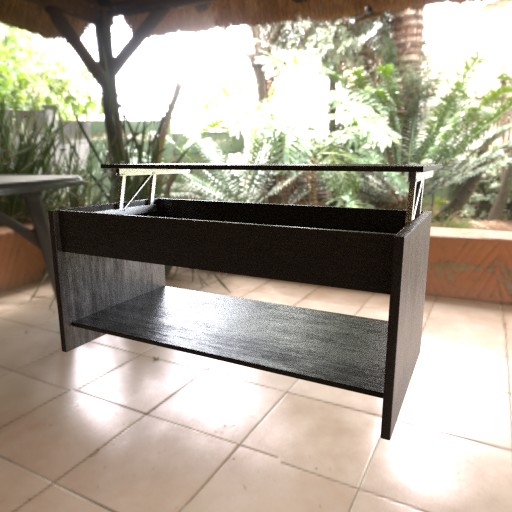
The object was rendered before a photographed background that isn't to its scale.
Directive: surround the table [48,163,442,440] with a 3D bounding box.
[{"bbox_3d":[0.000,0.000,1.413,1.000,0.570,0.712,6,14,26],"label":"table"}]
